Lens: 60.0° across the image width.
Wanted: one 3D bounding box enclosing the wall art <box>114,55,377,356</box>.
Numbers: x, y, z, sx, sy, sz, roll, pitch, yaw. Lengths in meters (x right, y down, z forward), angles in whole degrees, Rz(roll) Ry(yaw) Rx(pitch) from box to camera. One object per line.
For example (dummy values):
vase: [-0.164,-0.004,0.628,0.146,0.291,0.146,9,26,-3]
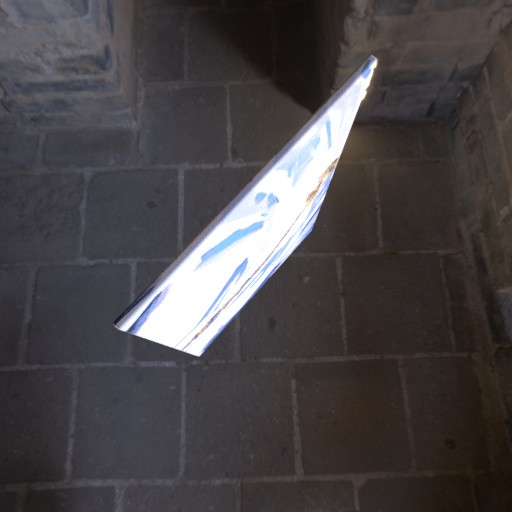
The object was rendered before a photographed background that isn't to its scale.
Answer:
wall art: [0.000,0.000,1.134,0.016,0.914,0.610,40,79,10]
